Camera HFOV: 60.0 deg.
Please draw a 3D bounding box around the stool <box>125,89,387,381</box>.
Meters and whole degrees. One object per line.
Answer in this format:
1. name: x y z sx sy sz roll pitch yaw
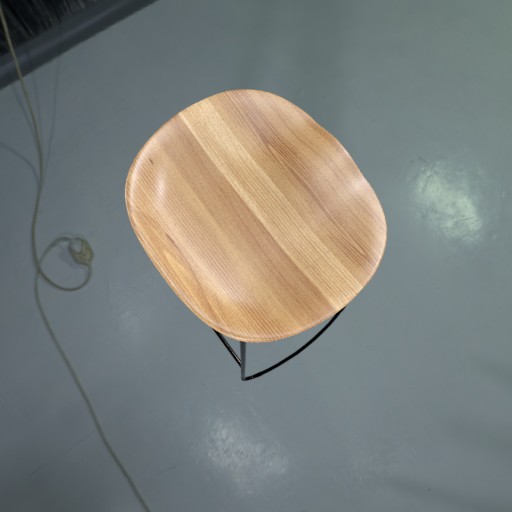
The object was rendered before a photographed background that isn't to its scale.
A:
1. stool: 0.000 0.000 0.988 0.401 0.679 0.480 -37 79 -8
